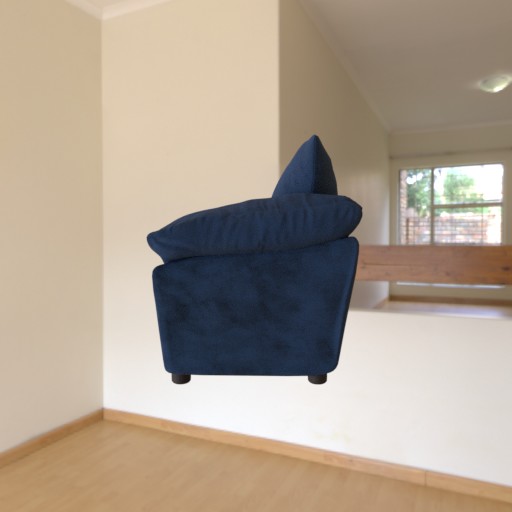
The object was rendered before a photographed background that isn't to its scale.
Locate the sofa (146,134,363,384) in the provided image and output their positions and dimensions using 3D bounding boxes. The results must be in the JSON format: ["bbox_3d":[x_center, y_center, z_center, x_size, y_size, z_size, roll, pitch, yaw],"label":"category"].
[{"bbox_3d":[0.000,0.000,2.915,0.907,1.091,2.390,0,2,0],"label":"sofa"}]
